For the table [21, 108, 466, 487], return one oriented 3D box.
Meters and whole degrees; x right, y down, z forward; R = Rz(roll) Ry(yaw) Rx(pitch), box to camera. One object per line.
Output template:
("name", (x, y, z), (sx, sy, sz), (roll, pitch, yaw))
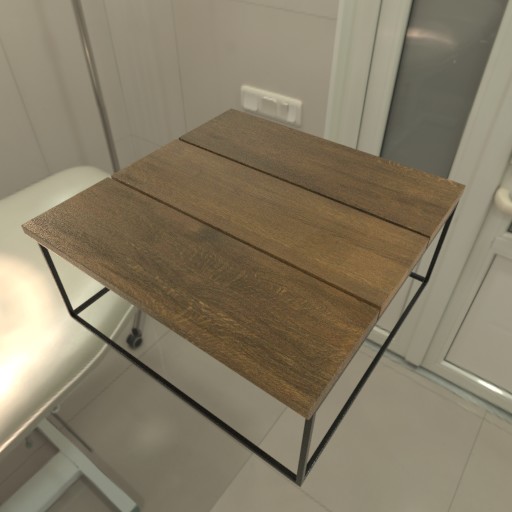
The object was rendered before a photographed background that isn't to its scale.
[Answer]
("table", (0.000, 0.000, 1.392), (0.900, 0.400, 0.900), (26, 49, 26))
